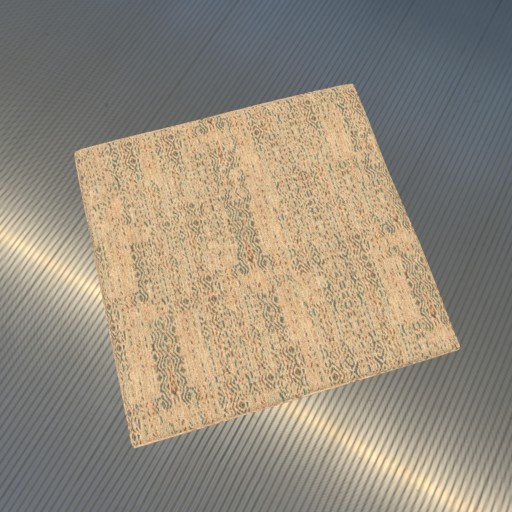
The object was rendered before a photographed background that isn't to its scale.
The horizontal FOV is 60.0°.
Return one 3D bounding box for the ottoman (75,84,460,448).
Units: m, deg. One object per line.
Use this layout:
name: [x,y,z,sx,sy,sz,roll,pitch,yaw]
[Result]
ottoman: [0.000,0.000,1.530,1.004,0.356,0.968,-15,75,-4]
